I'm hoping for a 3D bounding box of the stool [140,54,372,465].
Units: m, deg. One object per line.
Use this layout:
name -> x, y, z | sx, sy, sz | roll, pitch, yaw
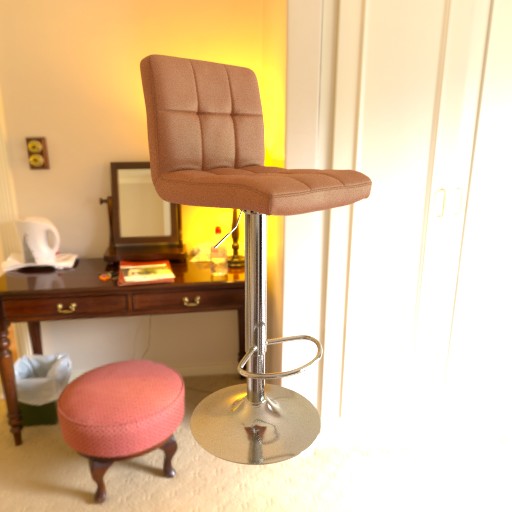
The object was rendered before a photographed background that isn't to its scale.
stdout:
stool -> 0.000, 0.000, 1.308 | 0.505, 1.115, 0.430 | 15, 21, 43
